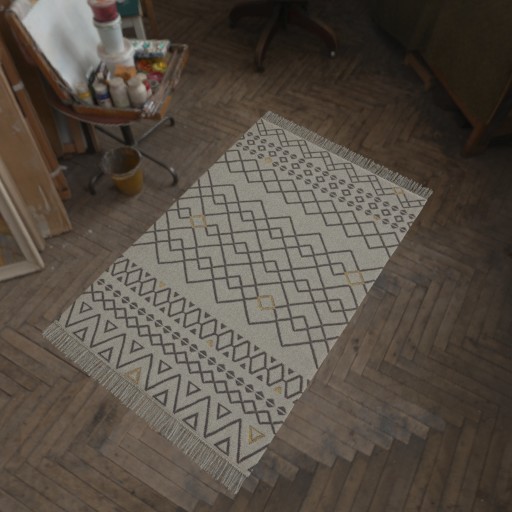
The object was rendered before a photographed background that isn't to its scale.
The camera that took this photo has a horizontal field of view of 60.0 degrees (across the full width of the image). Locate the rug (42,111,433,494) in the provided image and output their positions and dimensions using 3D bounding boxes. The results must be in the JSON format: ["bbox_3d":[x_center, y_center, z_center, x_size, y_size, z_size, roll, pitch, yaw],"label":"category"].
[{"bbox_3d":[0.000,0.000,3.001,1.495,0.035,2.472,31,64,17],"label":"rug"}]
